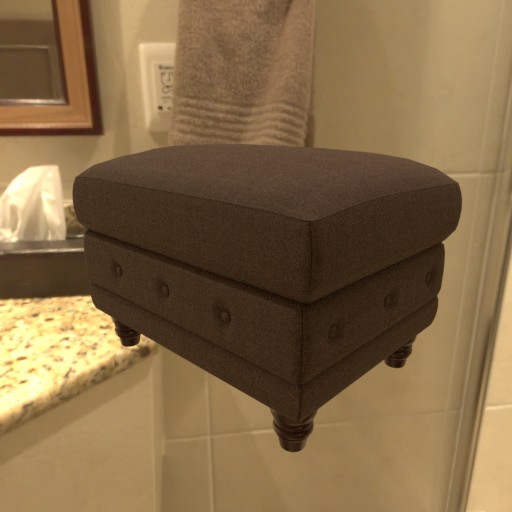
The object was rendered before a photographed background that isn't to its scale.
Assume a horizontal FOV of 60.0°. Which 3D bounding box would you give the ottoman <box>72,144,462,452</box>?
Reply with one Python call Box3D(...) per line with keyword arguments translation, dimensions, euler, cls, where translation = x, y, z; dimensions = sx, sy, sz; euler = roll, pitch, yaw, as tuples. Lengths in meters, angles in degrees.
Box3D(translation=(0.000, 0.000, 1.154), dimensions=(0.809, 0.555, 0.599), euler=(16, 23, 42), cls="ottoman")
